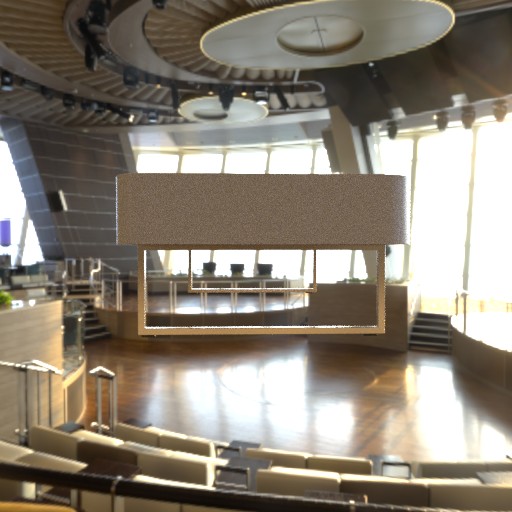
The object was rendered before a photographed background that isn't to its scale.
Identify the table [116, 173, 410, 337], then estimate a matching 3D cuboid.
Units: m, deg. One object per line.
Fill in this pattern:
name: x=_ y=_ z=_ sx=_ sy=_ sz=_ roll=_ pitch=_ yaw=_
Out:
table: x=0.000 y=0.000 z=1.448 sx=0.600 sy=0.340 sz=1.200 roll=0 pitch=1 yaw=-2
